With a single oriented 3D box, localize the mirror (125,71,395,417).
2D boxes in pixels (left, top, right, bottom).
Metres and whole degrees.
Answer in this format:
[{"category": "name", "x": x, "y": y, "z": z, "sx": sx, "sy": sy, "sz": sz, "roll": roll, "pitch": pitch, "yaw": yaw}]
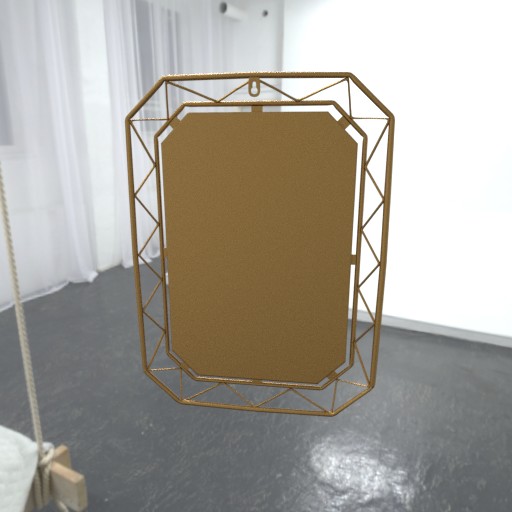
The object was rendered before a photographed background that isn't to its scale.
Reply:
[{"category": "mirror", "x": 0.000, "y": 0.000, "z": 0.736, "sx": 0.417, "sy": 0.566, "sz": 0.042, "roll": 2, "pitch": 15, "yaw": 8}]
